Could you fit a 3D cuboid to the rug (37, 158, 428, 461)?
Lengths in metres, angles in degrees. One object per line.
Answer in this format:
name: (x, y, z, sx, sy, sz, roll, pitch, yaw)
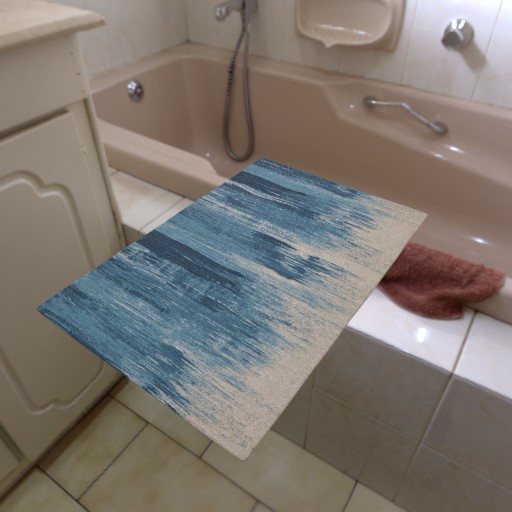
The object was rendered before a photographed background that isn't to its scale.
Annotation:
rug: (0.000, 0.000, 2.360, 1.232, 0.009, 1.836, 25, 46, 27)
